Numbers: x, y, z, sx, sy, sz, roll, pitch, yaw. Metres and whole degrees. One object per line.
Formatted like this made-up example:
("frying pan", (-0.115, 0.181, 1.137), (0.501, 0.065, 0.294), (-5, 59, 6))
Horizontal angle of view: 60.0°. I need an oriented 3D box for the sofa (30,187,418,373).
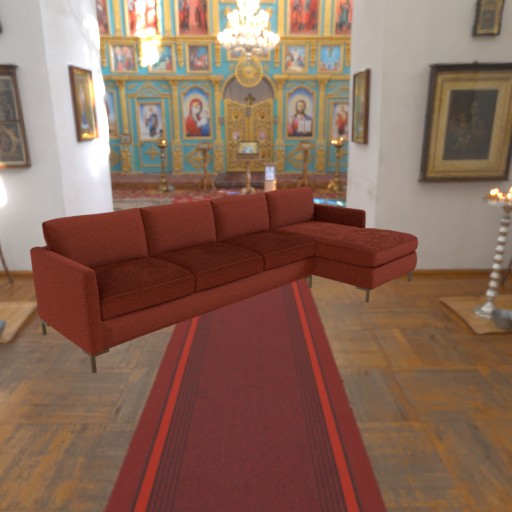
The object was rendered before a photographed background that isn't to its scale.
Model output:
("sofa", (0.000, 0.000, 3.483), (1.350, 0.810, 2.932), (14, 21, 42))
